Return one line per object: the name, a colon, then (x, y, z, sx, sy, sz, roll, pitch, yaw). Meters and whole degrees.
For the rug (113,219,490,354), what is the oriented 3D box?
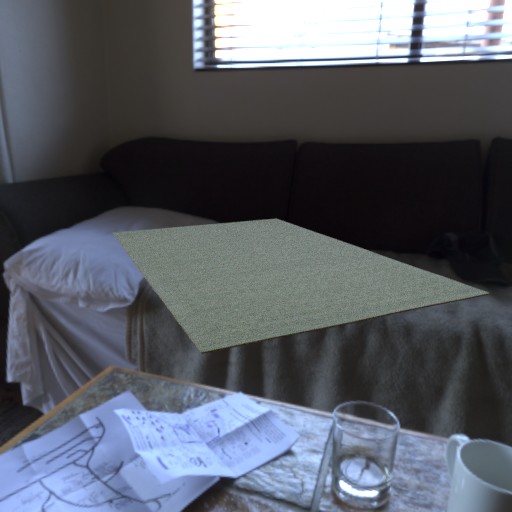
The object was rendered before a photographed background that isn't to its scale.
rug: (0.000, 0.000, 2.205, 1.143, 0.006, 1.747, -7, 16, -24)
